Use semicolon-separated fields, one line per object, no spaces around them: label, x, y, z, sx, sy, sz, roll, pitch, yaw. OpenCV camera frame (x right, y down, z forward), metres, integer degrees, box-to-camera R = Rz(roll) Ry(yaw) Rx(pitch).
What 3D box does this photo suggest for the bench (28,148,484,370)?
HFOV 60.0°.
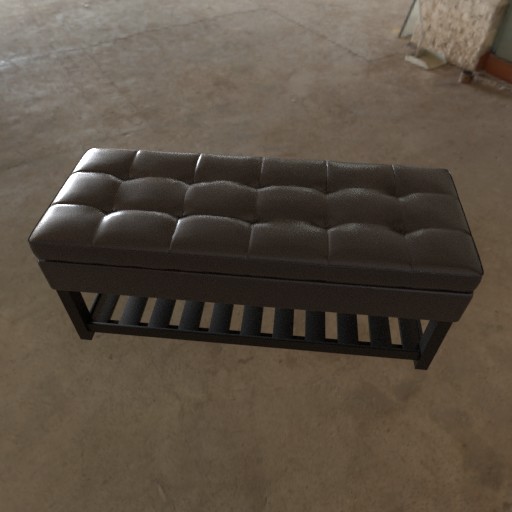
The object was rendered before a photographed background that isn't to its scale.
bench;0.000;0.000;1.343;1.105;0.460;0.432;4;46;4
